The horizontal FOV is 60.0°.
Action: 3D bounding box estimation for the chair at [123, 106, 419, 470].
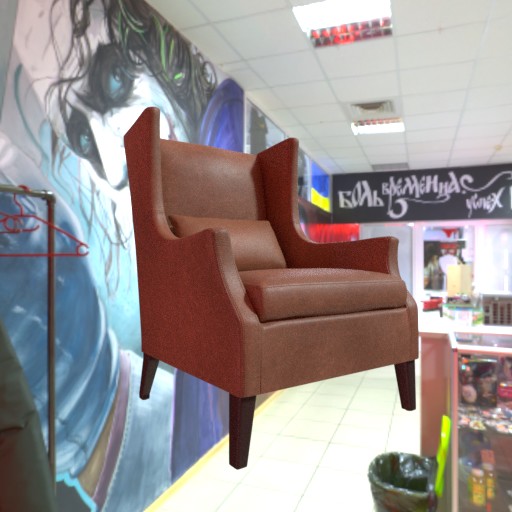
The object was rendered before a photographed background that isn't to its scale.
[{"bbox_3d":[0.000,0.000,1.680,0.815,1.088,0.913,1,-1,-37],"label":"chair"}]
